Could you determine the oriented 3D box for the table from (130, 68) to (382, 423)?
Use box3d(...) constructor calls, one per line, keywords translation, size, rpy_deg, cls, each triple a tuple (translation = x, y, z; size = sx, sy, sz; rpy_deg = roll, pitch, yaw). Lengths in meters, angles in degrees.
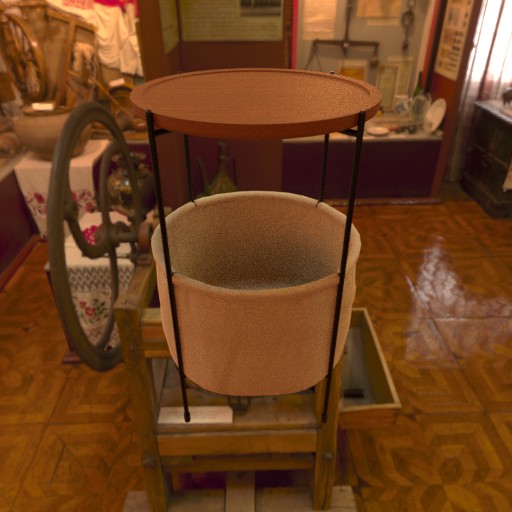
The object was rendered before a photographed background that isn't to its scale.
box3d(translation=(0.000, 0.000, 0.860), size=(0.393, 0.623, 0.393), rpy_deg=(0, 32, 0), cls="table")
